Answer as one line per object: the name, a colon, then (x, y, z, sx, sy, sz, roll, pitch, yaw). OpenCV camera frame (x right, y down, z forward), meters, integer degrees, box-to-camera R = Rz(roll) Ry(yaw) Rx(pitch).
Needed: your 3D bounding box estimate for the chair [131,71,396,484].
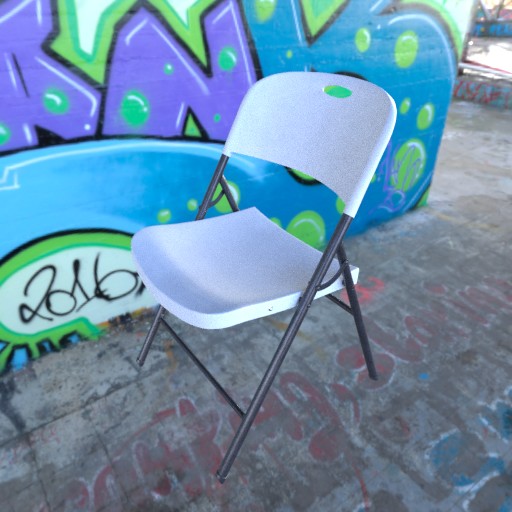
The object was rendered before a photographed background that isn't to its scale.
chair: (0.000, 0.000, 1.131, 0.566, 0.810, 0.494, -21, 37, -30)
